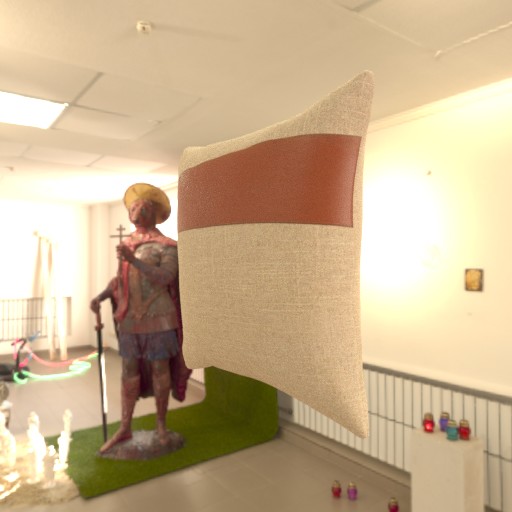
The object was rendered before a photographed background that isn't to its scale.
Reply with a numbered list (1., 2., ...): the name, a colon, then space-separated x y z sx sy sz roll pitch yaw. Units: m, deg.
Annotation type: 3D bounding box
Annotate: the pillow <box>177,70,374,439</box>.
1. pillow: 0.000 0.000 0.639 0.173 0.399 0.414 0 -1 -37
